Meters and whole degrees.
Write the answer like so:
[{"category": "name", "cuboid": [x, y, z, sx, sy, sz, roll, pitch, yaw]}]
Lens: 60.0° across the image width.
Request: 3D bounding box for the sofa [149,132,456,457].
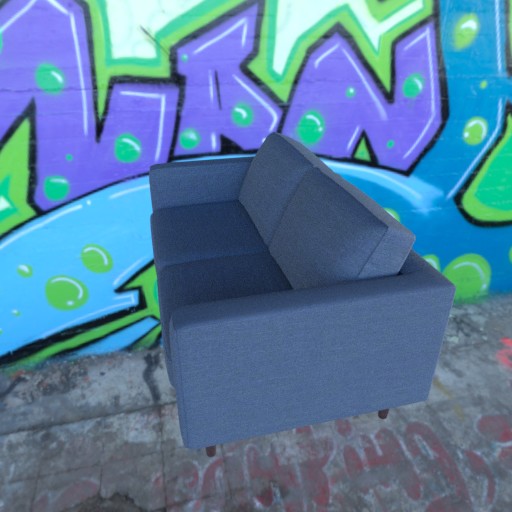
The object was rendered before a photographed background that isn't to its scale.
[{"category": "sofa", "cuboid": [0.000, 0.000, 2.226, 0.999, 0.907, 1.659, -7, 30, -12]}]
